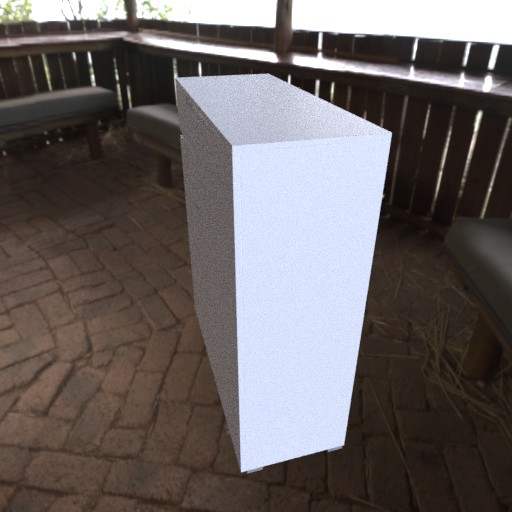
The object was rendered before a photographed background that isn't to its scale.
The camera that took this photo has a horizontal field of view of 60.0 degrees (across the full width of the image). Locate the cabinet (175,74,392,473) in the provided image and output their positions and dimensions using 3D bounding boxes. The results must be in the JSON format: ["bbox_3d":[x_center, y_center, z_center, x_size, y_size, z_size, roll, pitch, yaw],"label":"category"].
[{"bbox_3d":[0.000,0.000,1.744,0.400,1.190,1.000,-8,31,-14],"label":"cabinet"}]
